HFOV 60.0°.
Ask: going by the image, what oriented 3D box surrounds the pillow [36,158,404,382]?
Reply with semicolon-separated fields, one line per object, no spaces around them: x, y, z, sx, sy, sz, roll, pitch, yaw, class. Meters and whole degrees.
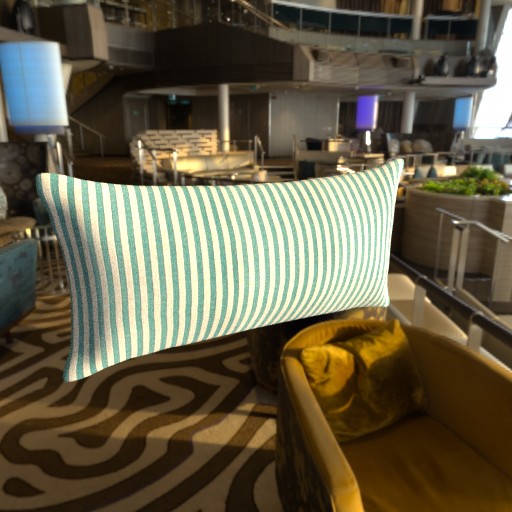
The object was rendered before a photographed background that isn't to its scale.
0.000;0.000;0.724;0.617;0.295;0.151;-8;18;-26;pillow
